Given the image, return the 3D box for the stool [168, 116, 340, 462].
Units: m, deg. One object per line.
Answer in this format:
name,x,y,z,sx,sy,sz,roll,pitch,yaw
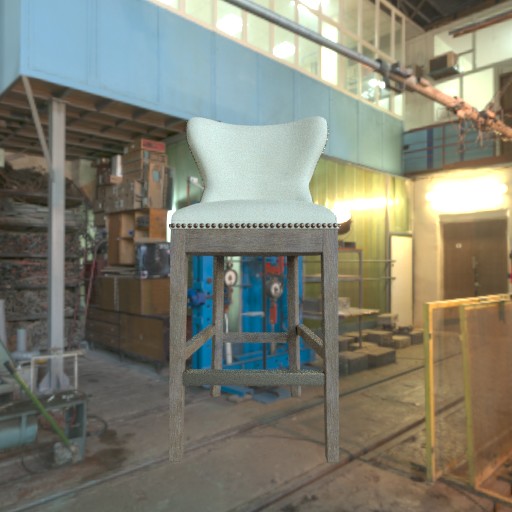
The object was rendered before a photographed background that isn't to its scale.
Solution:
stool,0.000,0.000,1.349,0.498,0.981,0.608,0,-1,1
